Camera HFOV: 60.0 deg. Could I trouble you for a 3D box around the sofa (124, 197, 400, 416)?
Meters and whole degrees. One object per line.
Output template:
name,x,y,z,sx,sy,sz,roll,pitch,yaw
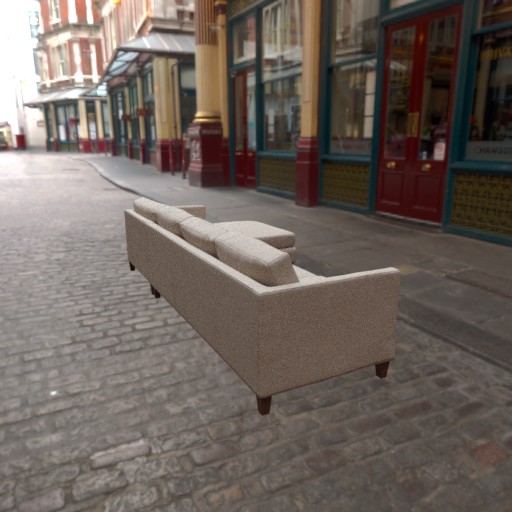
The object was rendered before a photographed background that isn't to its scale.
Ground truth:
sofa,0.000,0.000,3.904,1.625,0.846,3.186,-7,16,-27
